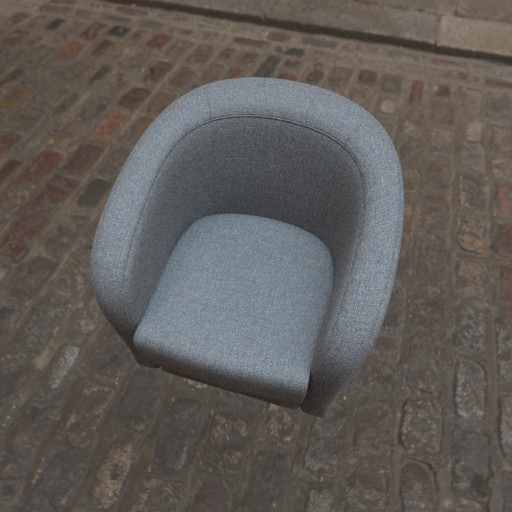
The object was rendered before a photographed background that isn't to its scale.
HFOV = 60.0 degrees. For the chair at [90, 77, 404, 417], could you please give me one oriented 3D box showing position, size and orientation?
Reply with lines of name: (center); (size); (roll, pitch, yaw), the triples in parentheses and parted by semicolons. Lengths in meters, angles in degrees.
chair: (0.000, 0.000, 1.435); (0.791, 0.771, 0.815); (14, 58, 9)
